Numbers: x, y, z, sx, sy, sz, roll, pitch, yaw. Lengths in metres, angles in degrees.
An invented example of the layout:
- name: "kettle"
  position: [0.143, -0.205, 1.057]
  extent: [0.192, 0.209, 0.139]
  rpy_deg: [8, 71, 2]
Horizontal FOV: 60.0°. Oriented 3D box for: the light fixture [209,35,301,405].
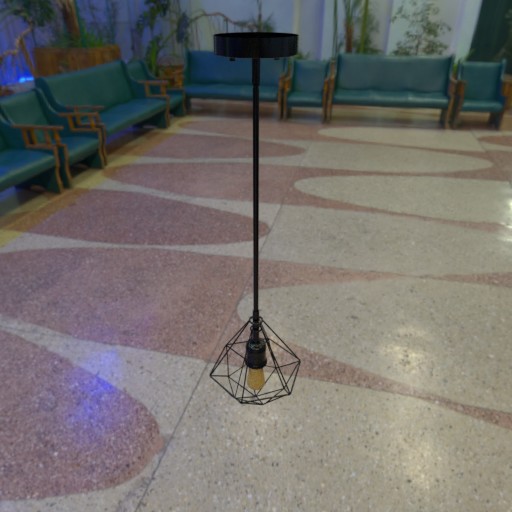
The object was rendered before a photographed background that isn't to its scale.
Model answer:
- name: "light fixture"
  position: [0.000, 0.000, 1.972]
  extent: [0.431, 1.764, 0.487]
  rpy_deg: [9, 31, 15]
